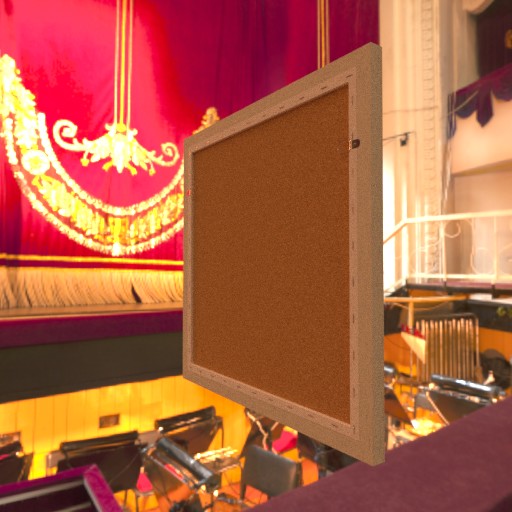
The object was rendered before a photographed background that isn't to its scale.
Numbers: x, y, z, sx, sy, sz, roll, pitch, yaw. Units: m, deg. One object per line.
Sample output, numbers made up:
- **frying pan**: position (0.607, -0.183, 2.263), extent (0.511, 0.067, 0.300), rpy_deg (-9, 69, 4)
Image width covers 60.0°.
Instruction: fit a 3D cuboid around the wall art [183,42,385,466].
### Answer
- **wall art**: position (0.000, 0.000, 1.486), extent (0.045, 1.016, 1.016), rpy_deg (1, -2, -35)
